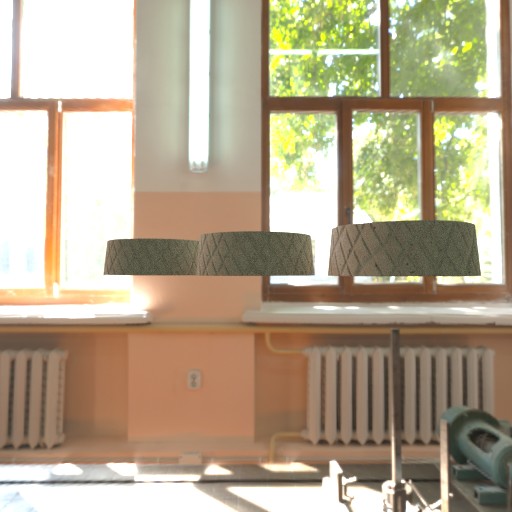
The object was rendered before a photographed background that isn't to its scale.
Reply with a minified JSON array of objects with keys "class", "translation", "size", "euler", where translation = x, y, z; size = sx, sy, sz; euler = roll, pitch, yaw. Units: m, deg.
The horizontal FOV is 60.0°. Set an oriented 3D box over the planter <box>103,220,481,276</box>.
[{"class":"planter","translation":[0.000,0.000,0.428],"size":[0.390,0.038,0.114],"euler":[-2,-3,34]}]
